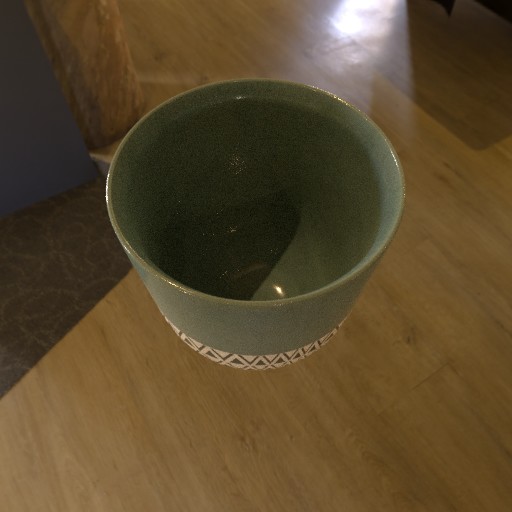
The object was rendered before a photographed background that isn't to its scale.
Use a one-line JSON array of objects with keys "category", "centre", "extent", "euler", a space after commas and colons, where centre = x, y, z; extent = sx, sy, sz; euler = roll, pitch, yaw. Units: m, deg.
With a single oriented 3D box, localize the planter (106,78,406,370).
[{"category": "planter", "centre": [0.000, 0.000, 0.387], "extent": [0.198, 0.214, 0.198], "euler": [0, 58, 0]}]
